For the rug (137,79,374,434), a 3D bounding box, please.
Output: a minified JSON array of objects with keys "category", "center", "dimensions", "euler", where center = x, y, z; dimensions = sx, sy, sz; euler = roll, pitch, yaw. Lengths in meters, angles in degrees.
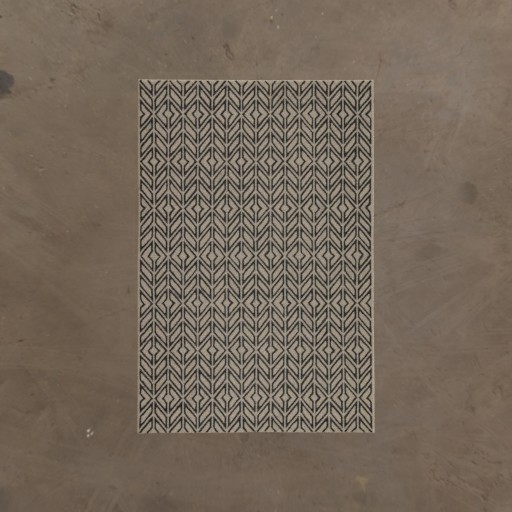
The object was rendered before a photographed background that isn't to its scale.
[{"category":"rug","center":[0.000,0.000,2.292],"dimensions":[1.220,0.007,1.828],"euler":[0,89,0]}]
